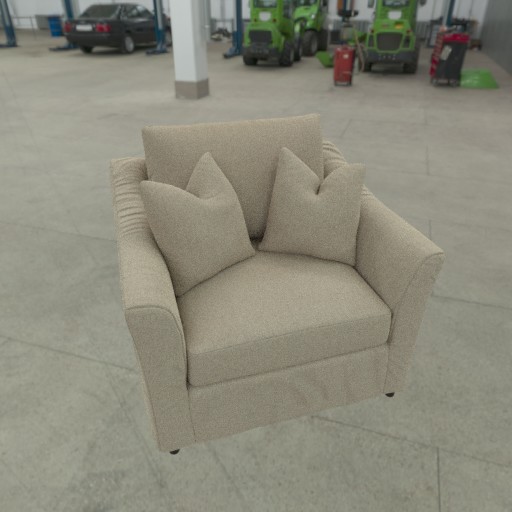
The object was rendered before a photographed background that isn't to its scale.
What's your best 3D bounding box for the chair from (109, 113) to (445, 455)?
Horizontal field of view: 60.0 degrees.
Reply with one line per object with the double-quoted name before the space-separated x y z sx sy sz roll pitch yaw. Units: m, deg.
"chair" 0.000 0.000 2.040 1.194 1.093 1.071 -9 31 -15
